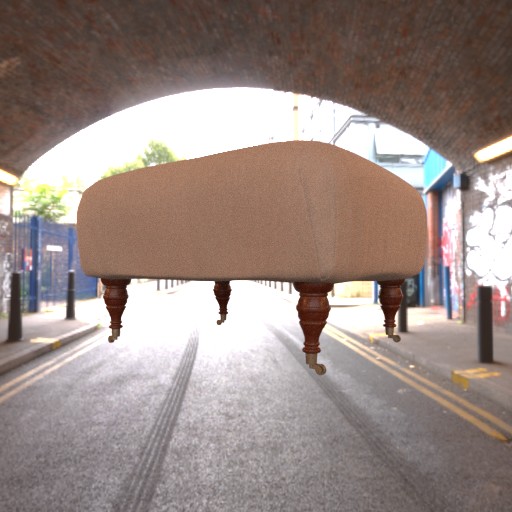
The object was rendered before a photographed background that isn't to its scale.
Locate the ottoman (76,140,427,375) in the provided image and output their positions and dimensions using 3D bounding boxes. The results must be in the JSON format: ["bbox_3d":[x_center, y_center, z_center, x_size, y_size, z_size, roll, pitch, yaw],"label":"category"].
[{"bbox_3d":[0.000,0.000,1.156,0.746,0.450,0.639,-1,-2,35],"label":"ottoman"}]
